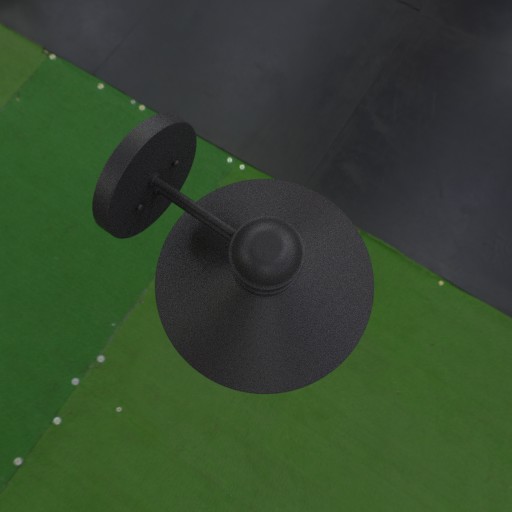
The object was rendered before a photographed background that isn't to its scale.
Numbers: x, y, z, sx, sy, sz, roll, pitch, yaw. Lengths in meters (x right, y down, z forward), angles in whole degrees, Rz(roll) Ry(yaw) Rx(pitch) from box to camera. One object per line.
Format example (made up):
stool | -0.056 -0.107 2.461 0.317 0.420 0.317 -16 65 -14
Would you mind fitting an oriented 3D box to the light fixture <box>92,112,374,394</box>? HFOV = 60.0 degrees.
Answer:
light fixture | 0.000 0.000 0.683 0.434 0.265 0.396 34 78 8
